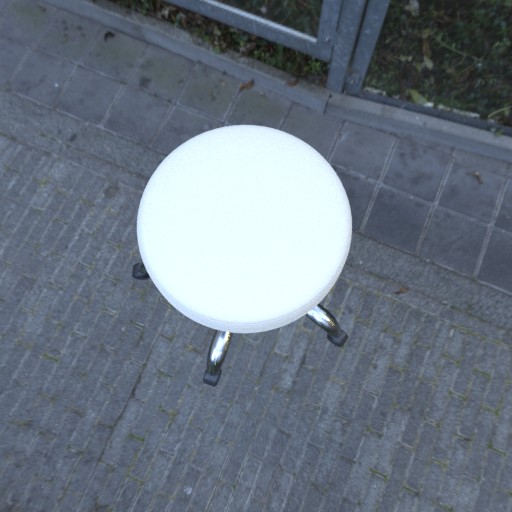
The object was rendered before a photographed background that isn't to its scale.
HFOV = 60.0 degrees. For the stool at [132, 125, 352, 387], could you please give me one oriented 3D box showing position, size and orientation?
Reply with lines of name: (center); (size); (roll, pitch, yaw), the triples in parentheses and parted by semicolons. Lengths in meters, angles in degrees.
stool: (0.000, 0.000, 1.066); (0.614, 0.482, 0.634); (36, 77, 10)
